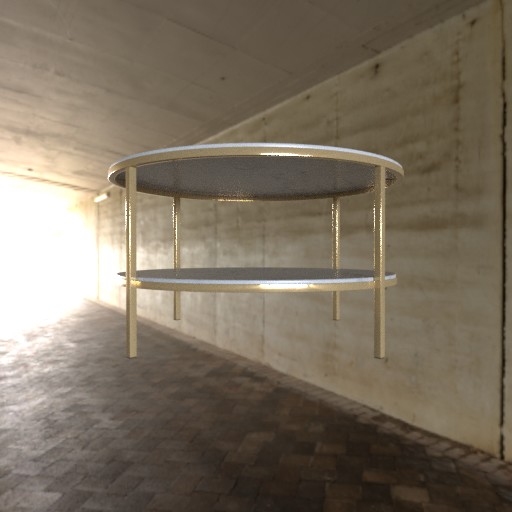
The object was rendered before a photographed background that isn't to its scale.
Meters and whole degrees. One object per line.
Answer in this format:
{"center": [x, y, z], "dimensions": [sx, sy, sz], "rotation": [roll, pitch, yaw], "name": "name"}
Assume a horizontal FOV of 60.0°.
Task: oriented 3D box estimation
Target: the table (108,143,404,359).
{"center": [0.000, 0.000, 1.266], "dimensions": [0.800, 0.450, 0.800], "rotation": [0, 0, 0], "name": "table"}
